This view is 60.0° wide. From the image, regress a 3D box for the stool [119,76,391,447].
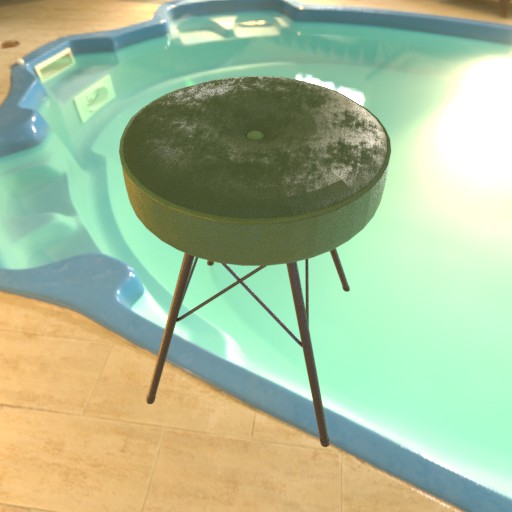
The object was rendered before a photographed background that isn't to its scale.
[{"bbox_3d":[0.000,0.000,0.908,0.430,0.595,0.457,10,47,10],"label":"stool"}]
